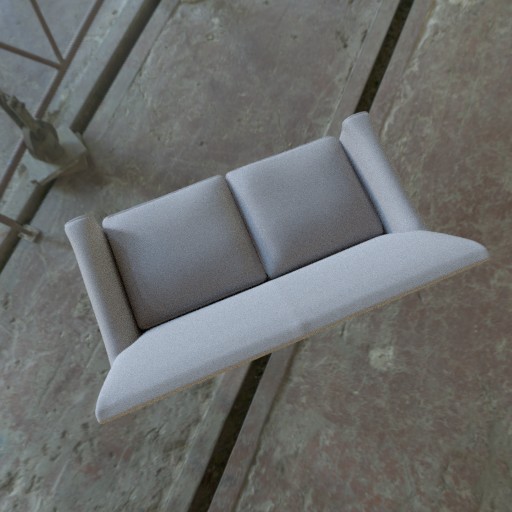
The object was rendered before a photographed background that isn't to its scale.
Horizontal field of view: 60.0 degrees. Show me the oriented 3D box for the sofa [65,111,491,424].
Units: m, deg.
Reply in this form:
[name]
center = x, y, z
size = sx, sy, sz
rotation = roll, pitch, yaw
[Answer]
[sofa]
center = 0.000, 0.000, 2.045
size = 1.482, 0.890, 0.888
rotation = -22, 76, -6
